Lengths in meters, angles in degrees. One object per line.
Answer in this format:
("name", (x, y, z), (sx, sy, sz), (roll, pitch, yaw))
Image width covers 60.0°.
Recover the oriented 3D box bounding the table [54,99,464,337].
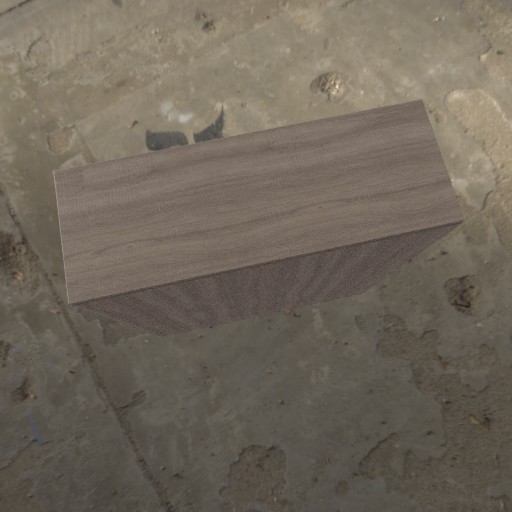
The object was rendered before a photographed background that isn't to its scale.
("table", (0.000, 0.000, 1.932), (1.111, 1.388, 0.398), (-12, 76, -3))
